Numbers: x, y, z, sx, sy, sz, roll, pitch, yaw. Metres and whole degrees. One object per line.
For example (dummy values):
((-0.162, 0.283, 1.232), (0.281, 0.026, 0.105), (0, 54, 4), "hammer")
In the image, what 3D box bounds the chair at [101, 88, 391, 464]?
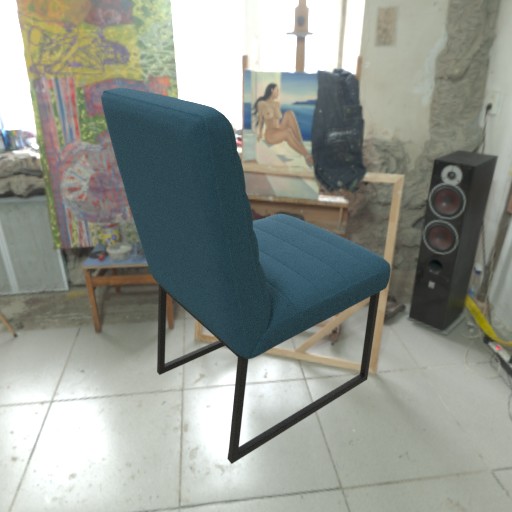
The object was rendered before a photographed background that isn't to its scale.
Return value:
((0.000, 0.000, 1.303), (0.634, 0.930, 0.520), (-18, 32, -32), "chair")
